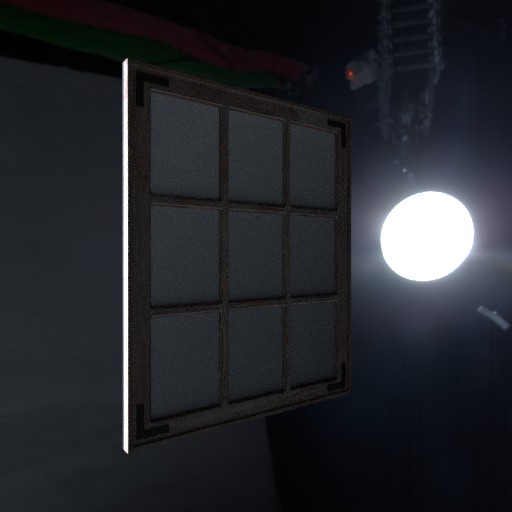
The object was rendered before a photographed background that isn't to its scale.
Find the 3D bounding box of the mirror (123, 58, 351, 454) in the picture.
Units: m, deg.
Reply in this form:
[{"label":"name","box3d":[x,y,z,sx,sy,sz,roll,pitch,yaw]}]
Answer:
[{"label":"mirror","box3d":[0.000,0.000,1.215,0.730,0.882,0.032,0,0,-36]}]
